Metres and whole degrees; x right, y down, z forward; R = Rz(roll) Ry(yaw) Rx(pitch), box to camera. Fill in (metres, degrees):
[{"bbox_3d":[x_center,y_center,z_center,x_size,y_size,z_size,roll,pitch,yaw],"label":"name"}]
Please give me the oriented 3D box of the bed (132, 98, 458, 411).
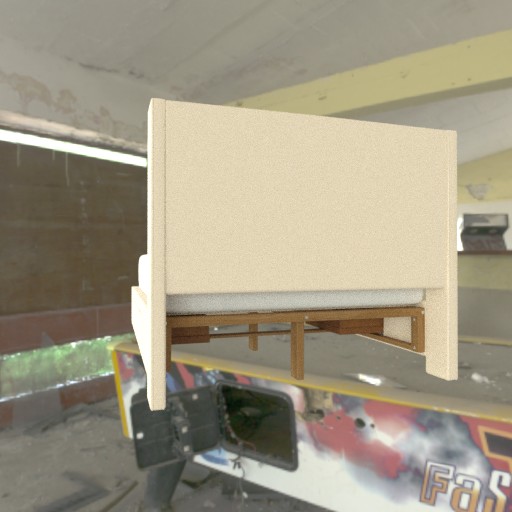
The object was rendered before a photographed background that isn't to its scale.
[{"bbox_3d":[0.000,0.000,3.417,1.765,1.471,2.280,0,0,-18],"label":"bed"}]
